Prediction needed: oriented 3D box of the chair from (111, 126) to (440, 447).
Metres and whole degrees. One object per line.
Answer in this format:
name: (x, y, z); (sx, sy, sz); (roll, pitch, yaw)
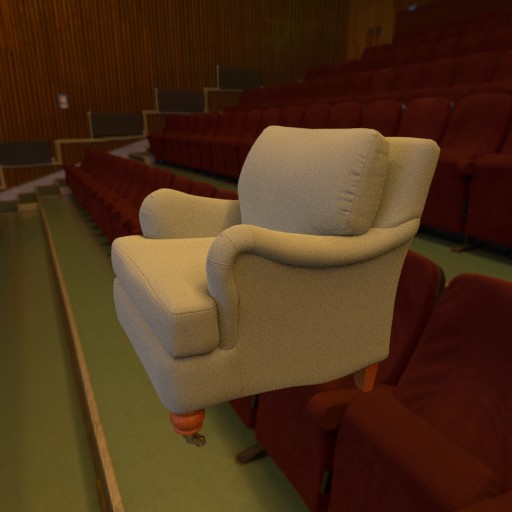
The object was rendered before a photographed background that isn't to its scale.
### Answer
chair: (0.000, 0.000, 1.865); (1.070, 1.038, 0.955); (-9, 19, -26)
